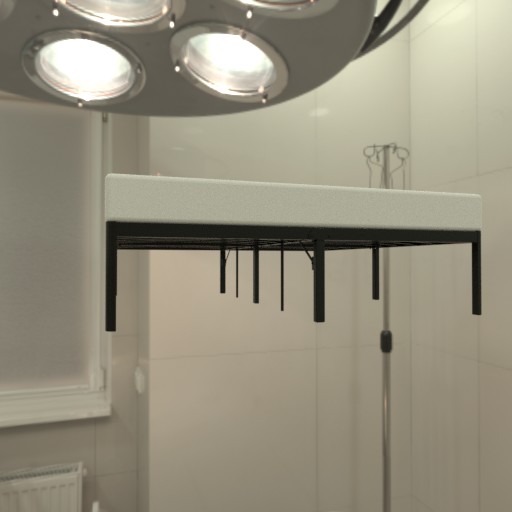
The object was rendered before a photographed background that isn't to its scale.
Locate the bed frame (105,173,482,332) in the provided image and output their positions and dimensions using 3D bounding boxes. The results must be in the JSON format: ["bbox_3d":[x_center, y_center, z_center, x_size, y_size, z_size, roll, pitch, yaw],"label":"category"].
[{"bbox_3d":[0.000,0.000,3.097,1.963,0.659,2.079,0,-1,-17],"label":"bed frame"}]
